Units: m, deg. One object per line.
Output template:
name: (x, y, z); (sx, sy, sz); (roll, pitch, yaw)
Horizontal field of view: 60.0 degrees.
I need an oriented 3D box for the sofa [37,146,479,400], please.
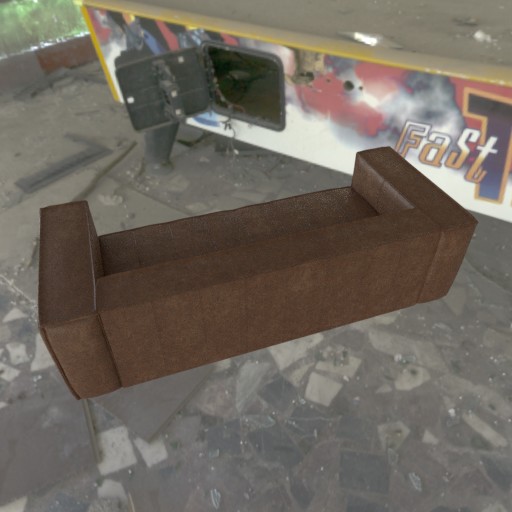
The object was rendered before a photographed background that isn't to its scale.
sofa: (0.000, 0.000, 2.970); (2.581, 0.701, 1.102); (-13, 43, -14)
